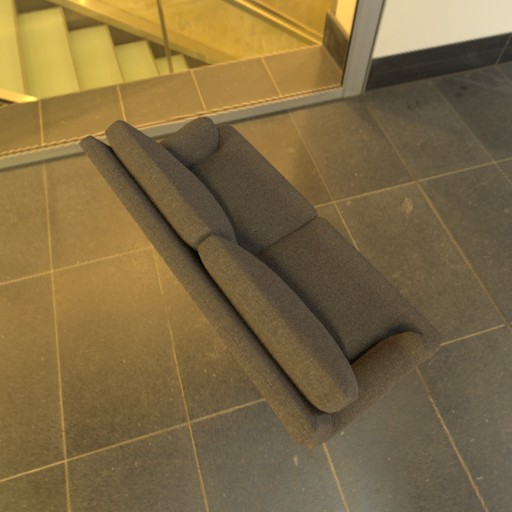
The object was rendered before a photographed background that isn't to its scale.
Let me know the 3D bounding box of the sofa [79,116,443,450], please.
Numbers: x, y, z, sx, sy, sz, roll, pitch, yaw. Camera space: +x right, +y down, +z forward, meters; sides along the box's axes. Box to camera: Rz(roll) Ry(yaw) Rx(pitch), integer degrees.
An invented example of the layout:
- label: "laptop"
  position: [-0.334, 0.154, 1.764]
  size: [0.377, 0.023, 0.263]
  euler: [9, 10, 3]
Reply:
- label: "sofa"
  position: [0.000, 0.000, 2.737]
  size: [1.087, 1.054, 2.160]
  euler: [-32, 64, -18]
